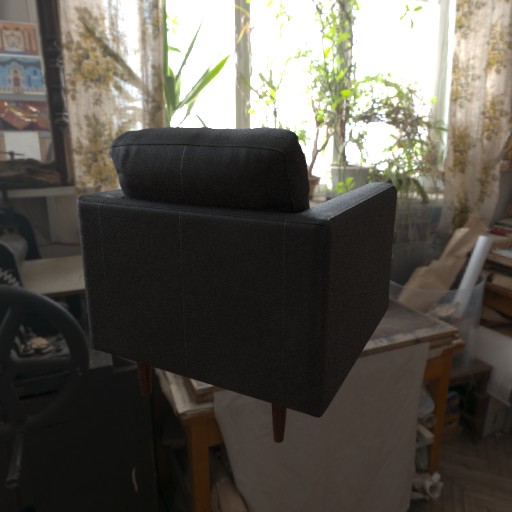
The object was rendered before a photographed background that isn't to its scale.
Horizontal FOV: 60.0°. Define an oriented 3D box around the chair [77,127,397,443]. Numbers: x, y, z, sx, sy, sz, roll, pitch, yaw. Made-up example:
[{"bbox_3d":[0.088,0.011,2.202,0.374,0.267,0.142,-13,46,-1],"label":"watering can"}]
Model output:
[{"bbox_3d":[0.000,0.000,1.607,0.831,0.898,0.879,8,18,26],"label":"chair"}]
